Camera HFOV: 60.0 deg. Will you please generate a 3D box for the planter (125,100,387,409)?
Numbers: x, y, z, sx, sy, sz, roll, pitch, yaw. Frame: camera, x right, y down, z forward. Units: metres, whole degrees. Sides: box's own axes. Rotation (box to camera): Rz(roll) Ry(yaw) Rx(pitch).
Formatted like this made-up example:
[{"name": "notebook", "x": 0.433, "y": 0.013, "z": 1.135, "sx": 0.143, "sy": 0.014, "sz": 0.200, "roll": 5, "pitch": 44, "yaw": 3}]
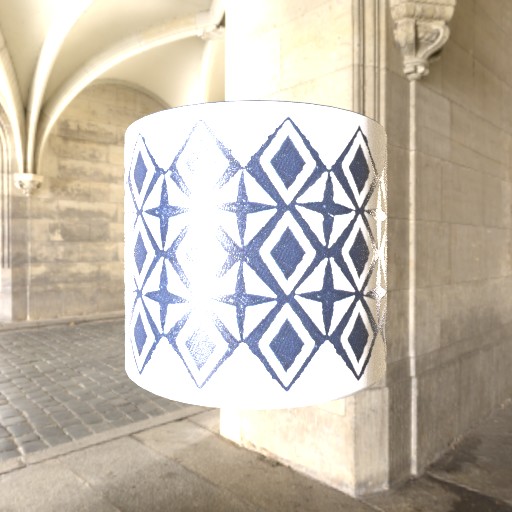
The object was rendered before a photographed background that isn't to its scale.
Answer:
[{"name": "planter", "x": 0.000, "y": 0.000, "z": 0.280, "sx": 0.159, "sy": 0.144, "sz": 0.159, "roll": 0, "pitch": 1, "yaw": 0}]
